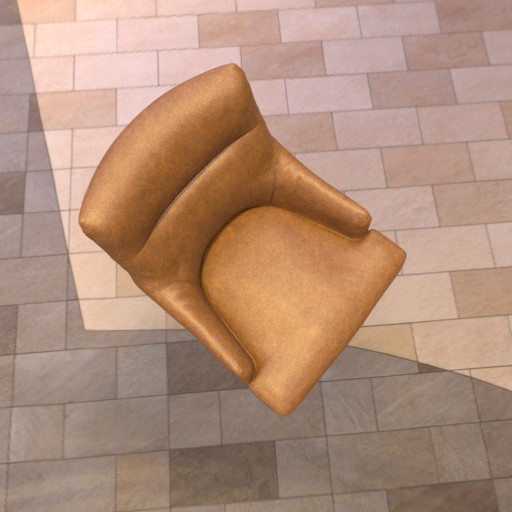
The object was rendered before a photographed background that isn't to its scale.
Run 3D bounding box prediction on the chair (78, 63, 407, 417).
[{"bbox_3d":[0.000,0.000,1.546,0.874,0.869,0.729,38,78,10],"label":"chair"}]
